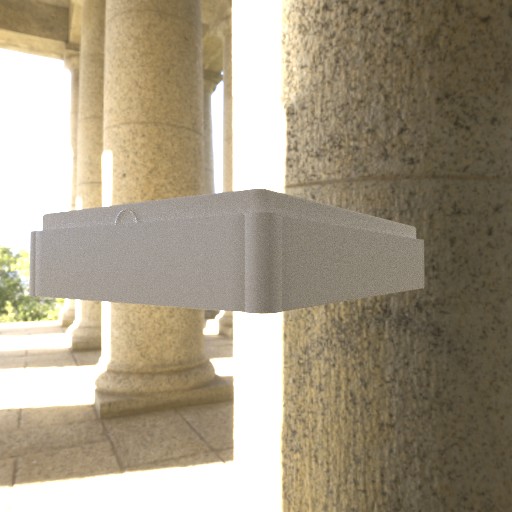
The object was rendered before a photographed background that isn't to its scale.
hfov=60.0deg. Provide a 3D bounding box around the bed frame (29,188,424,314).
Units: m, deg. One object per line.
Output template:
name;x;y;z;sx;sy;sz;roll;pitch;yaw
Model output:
bed frame;0.000;0.000;2.533;1.400;0.406;1.900;-1;-1;35
